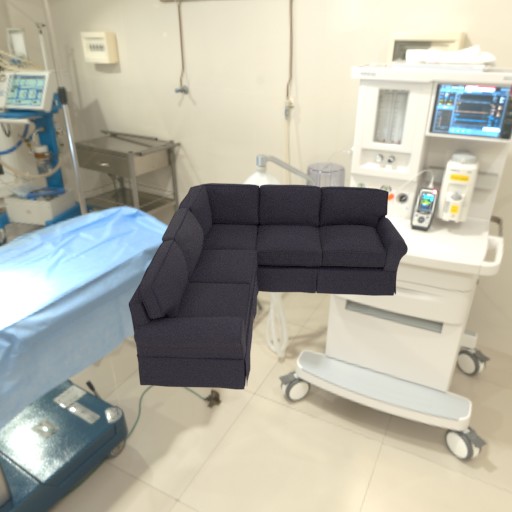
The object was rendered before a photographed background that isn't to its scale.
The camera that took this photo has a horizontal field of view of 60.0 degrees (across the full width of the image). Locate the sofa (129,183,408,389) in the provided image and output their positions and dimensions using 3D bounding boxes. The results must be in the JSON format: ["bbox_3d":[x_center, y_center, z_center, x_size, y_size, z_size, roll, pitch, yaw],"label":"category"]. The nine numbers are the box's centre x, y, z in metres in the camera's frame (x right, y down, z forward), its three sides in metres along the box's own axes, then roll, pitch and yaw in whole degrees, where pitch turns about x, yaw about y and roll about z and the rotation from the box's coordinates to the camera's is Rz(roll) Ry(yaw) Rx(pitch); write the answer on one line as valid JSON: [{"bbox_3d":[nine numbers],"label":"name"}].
[{"bbox_3d":[0.000,0.000,5.194,2.874,1.169,3.773,17,32,31],"label":"sofa"}]
